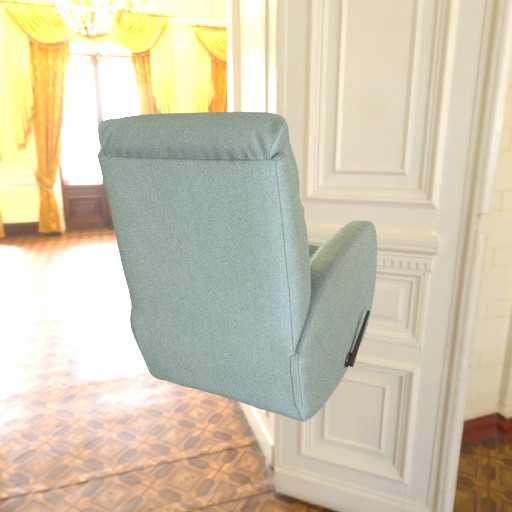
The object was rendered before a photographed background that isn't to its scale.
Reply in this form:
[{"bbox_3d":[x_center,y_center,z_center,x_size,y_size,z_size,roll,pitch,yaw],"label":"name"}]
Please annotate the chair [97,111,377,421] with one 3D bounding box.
[{"bbox_3d":[0.000,0.000,1.692,0.812,1.013,0.940,7,17,25],"label":"chair"}]
